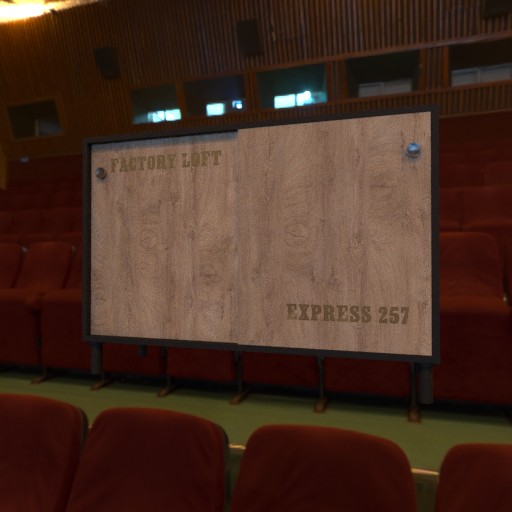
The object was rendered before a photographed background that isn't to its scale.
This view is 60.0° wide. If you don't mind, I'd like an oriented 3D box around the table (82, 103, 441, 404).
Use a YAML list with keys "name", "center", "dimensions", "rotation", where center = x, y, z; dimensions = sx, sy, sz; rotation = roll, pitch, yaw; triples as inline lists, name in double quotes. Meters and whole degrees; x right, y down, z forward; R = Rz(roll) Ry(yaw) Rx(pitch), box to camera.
- name: "table"
  center: [0.000, 0.000, 1.604]
  dimensions: [1.200, 0.855, 0.400]
  rotation: [0, -1, 17]
